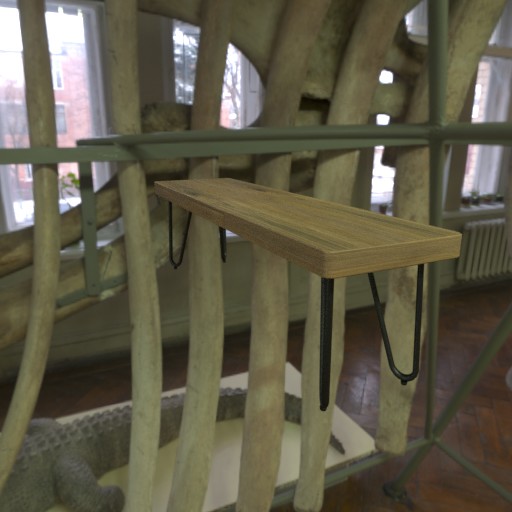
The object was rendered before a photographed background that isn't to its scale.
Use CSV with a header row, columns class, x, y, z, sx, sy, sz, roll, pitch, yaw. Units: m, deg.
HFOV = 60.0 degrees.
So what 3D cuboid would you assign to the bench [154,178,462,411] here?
class,x,y,z,sx,sy,sz,roll,pitch,yaw
bench,0.000,0.000,1.777,0.425,0.462,1.570,-7,17,-25
